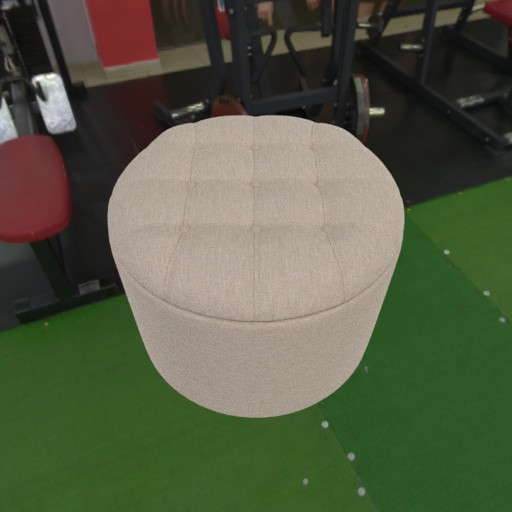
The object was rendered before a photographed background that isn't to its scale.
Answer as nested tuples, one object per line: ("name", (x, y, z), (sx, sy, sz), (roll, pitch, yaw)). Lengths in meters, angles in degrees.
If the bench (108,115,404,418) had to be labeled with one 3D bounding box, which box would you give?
("bench", (0.000, 0.000, 1.029), (0.600, 0.454, 0.600), (0, 47, 0))
